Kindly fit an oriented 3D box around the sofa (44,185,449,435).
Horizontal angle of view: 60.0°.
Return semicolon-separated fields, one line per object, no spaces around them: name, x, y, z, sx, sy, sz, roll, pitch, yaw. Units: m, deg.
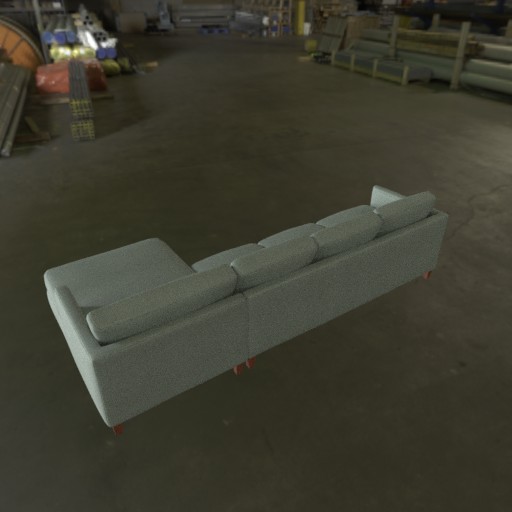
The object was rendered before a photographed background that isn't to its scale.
sofa;0.000;0.000;4.104;3.471;0.950;1.604;-20;37;-29
